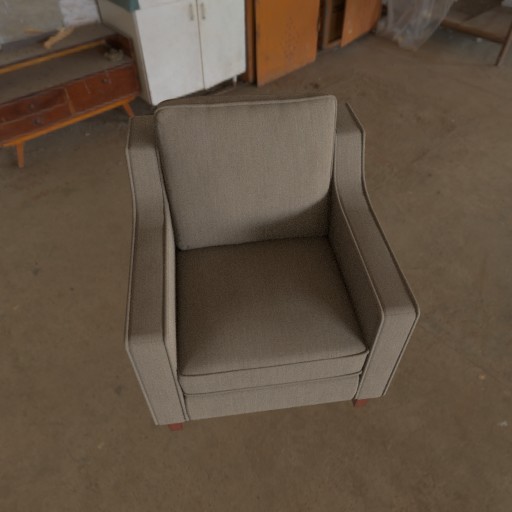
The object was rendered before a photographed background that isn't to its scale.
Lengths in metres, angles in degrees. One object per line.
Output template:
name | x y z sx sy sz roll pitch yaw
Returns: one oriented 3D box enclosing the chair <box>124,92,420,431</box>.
chair | 0.000 0.000 1.625 0.831 0.960 0.909 -6 47 -5
